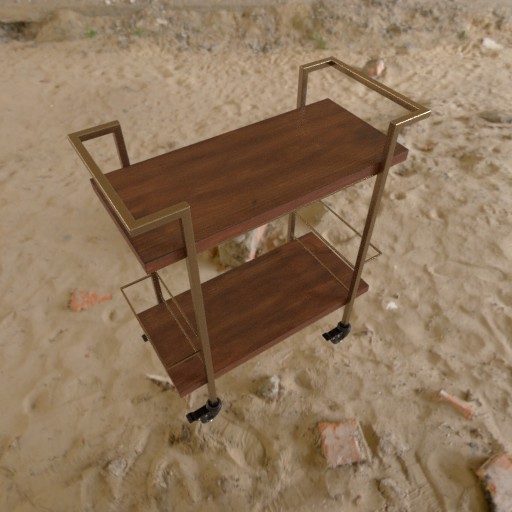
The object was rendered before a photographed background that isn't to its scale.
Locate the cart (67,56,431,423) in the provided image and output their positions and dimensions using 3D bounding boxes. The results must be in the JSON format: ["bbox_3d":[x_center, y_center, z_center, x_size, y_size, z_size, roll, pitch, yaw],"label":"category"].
[{"bbox_3d":[0.000,0.000,1.209,0.695,0.807,0.364,-25,52,-22],"label":"cart"}]
